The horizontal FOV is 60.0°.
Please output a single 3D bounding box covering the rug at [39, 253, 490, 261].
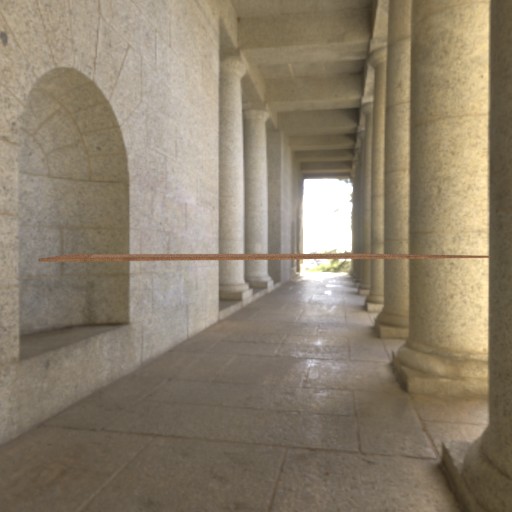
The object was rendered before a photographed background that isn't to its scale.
[{"bbox_3d":[0.000,0.000,2.971,2.438,0.014,1.524,0,1,-19],"label":"rug"}]
